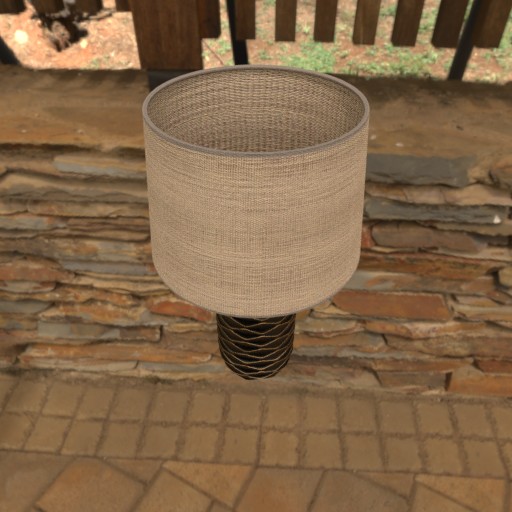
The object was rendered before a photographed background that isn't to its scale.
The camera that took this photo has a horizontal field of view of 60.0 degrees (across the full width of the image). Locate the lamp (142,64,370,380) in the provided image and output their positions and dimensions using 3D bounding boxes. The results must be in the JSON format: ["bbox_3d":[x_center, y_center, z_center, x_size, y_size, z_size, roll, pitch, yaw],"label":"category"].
[{"bbox_3d":[0.000,0.000,0.837,0.376,0.594,0.376,0,41,0],"label":"lamp"}]
